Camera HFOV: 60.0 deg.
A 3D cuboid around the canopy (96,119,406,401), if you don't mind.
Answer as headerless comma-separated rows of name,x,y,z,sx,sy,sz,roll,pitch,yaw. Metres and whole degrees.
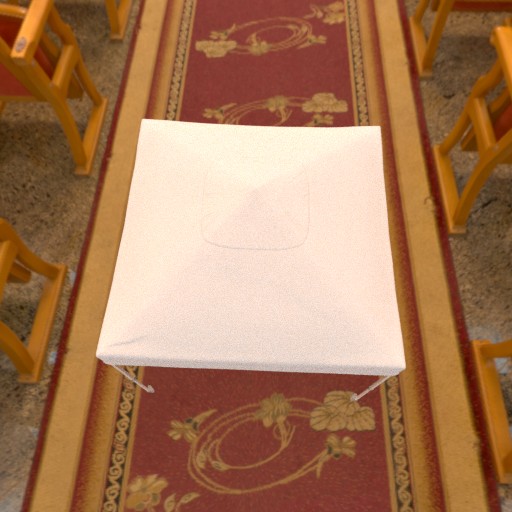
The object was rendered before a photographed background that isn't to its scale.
canopy,0.000,0.000,5.542,2.998,2.997,2.996,2,64,1
